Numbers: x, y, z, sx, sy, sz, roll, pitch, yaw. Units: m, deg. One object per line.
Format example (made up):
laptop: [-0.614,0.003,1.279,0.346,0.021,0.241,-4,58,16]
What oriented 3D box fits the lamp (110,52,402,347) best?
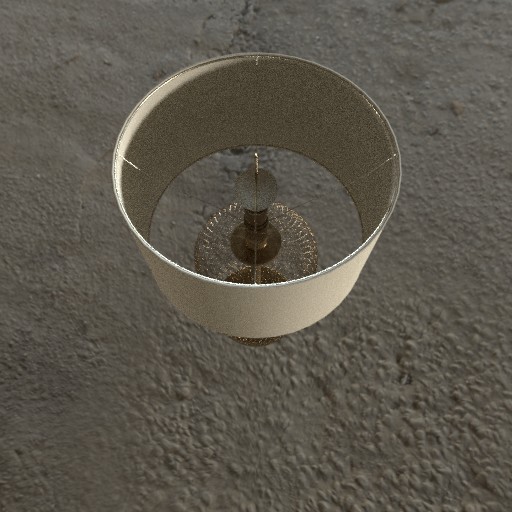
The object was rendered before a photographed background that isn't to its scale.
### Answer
lamp: [0.000,0.000,0.802,0.353,0.578,0.353,0,65,0]
